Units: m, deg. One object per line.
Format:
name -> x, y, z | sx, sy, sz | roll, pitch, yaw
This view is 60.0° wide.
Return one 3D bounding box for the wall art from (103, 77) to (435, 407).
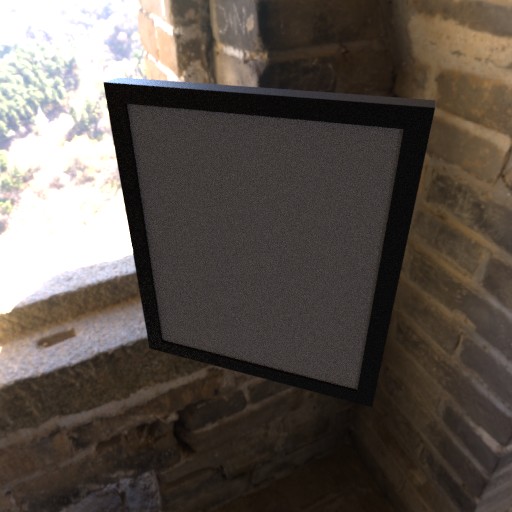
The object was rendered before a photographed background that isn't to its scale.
wall art -> 0.000, 0.000, 0.533 | 0.330, 0.381, 0.029 | 10, 34, 16
